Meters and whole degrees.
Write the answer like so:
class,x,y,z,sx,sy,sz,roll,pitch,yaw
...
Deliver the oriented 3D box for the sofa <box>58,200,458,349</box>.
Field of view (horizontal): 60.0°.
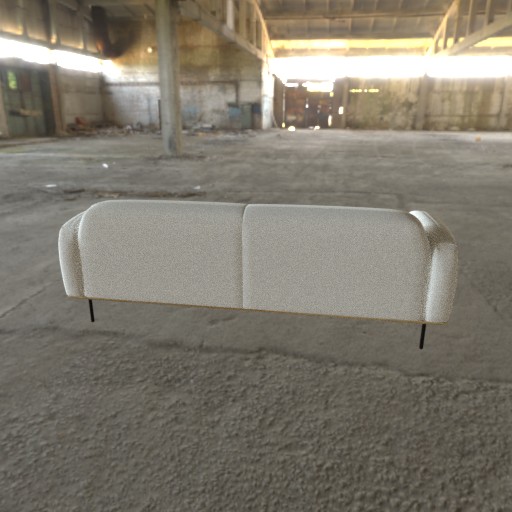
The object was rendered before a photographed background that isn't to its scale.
class,x,y,z,sx,sy,sz,roll,pitch,yaw
sofa,0.000,0.000,2.805,2.280,0.780,0.870,3,18,9
